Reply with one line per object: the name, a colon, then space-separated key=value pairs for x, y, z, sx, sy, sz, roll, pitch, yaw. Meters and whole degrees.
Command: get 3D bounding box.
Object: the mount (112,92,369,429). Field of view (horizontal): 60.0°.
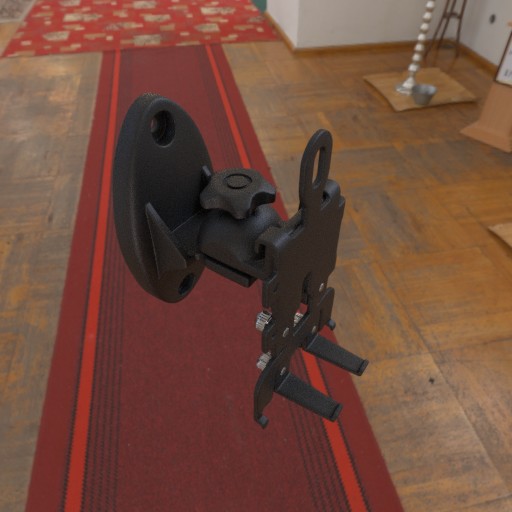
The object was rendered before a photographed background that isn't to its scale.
mount: x=0.000 y=0.000 z=0.176 sx=0.100 sy=0.118 sz=0.066 roll=24 pitch=47 yaw=25
